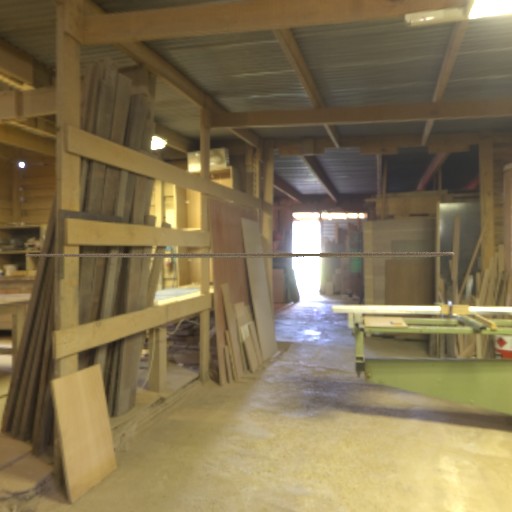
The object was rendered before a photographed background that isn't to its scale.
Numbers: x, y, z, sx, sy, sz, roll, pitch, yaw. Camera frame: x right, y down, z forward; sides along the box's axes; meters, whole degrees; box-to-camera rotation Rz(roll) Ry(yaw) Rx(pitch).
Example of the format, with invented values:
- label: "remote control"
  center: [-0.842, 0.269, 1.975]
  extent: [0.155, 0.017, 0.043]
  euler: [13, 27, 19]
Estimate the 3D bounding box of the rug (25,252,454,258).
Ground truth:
- label: "rug"
  center: [0.000, 0.000, 2.767]
  extent: [2.115, 0.013, 1.517]
  euler: [0, -1, 18]
